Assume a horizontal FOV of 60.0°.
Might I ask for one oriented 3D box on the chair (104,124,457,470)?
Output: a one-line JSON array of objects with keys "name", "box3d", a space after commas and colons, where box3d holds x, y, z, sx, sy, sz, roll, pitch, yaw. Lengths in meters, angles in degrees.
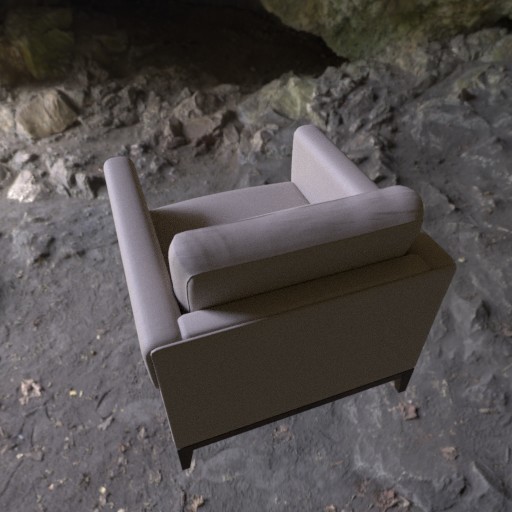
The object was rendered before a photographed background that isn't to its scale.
[{"name": "chair", "box3d": [0.000, 0.000, 1.634, 0.914, 0.838, 0.959, -14, 44, -15]}]
